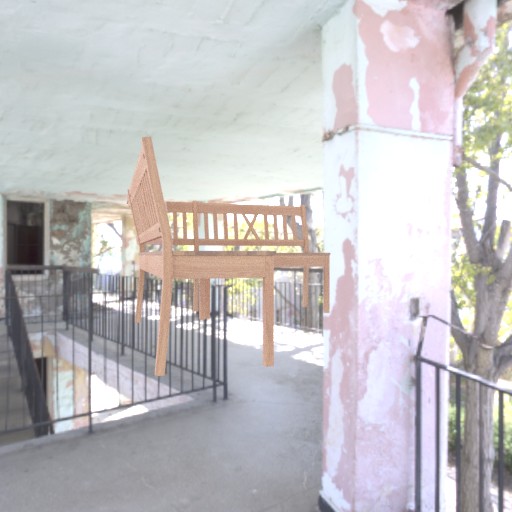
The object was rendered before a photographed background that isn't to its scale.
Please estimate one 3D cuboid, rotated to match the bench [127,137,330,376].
[{"bbox_3d":[0.000,0.000,2.815,1.537,0.902,1.937,0,0,-18],"label":"bench"}]
